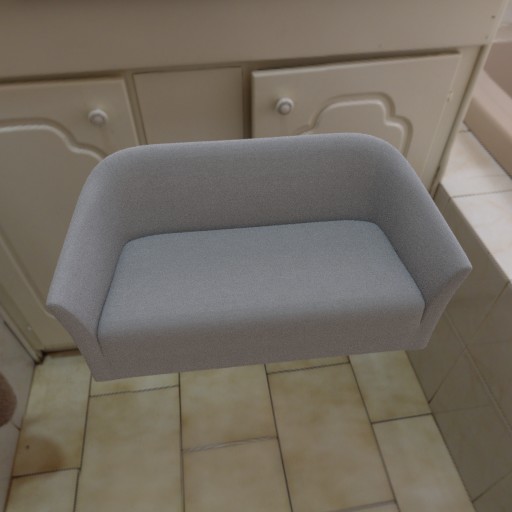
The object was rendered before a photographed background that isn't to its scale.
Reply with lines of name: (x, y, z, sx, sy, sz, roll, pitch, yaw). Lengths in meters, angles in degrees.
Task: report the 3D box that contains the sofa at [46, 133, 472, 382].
sofa: (0.000, 0.000, 1.875, 1.452, 0.721, 0.705, -5, 47, -4)
